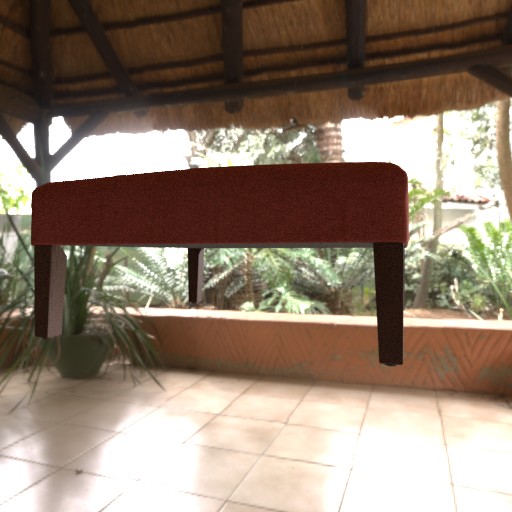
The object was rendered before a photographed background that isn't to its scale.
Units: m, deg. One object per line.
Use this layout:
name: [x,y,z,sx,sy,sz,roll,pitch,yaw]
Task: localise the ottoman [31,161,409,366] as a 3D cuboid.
ottoman: [0.000,0.000,1.371,0.890,0.411,0.889,0,0,19]
